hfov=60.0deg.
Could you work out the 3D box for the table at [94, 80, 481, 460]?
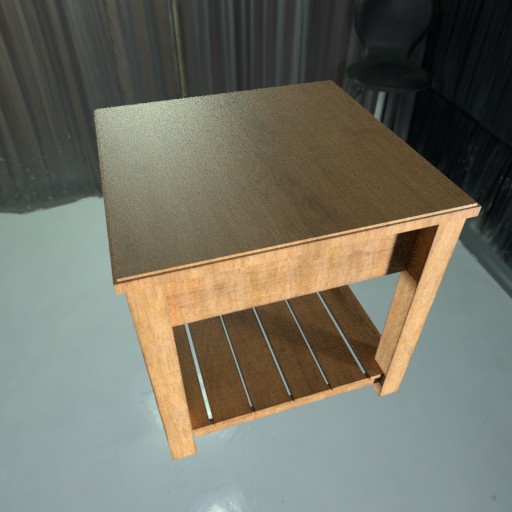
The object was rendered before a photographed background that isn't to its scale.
[{"bbox_3d":[0.000,0.000,1.102,0.616,0.593,0.612,-12,43,-13],"label":"table"}]
